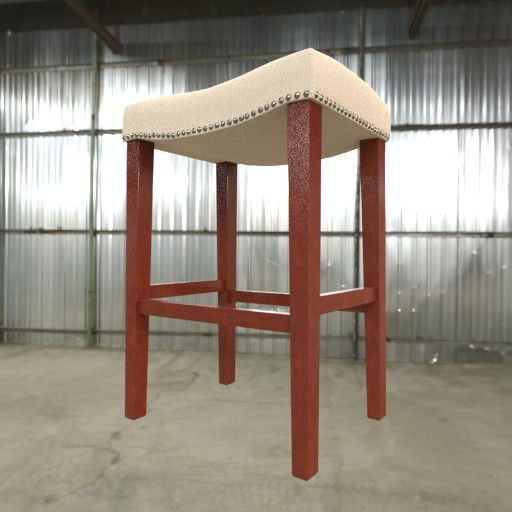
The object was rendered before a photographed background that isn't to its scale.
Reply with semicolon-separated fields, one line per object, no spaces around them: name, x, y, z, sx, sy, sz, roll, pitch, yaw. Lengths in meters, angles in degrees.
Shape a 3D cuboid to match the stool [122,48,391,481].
stool;0.000;0.000;1.015;0.504;0.742;0.372;0;1;36
